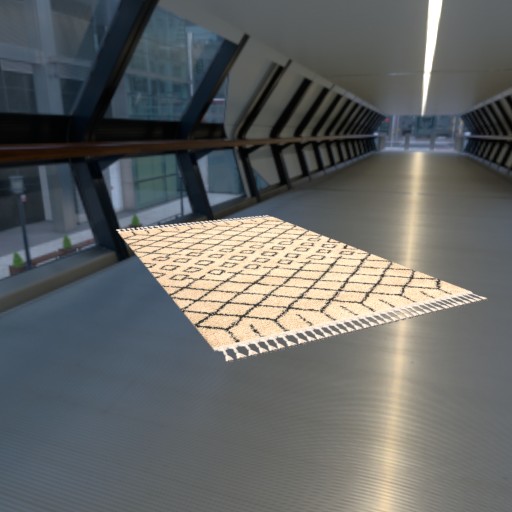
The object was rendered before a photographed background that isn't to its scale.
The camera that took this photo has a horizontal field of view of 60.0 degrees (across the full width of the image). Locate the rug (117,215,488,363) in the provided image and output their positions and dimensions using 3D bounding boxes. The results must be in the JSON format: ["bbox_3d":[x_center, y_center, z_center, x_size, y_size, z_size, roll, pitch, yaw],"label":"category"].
[{"bbox_3d":[0.000,0.000,2.472,1.196,0.008,2.006,-8,18,-25],"label":"rug"}]
